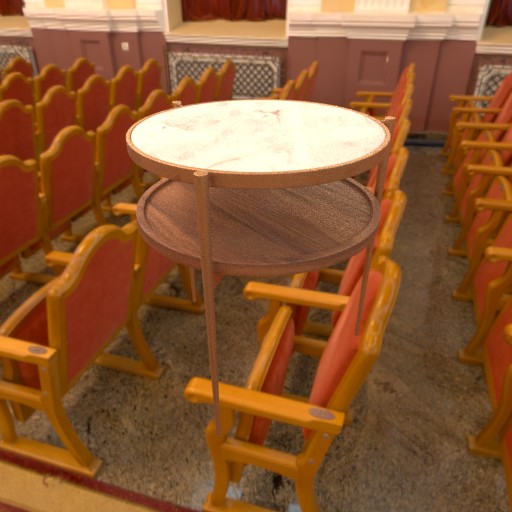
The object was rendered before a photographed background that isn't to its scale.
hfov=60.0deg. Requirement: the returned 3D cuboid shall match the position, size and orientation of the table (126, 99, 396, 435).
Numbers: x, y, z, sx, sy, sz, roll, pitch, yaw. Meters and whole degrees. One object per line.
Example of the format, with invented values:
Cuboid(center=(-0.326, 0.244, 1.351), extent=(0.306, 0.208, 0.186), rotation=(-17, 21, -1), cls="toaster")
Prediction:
Cuboid(center=(0.000, 0.000, 0.846), extent=(0.430, 0.493, 0.456), rotation=(10, 33, 15), cls="table")
